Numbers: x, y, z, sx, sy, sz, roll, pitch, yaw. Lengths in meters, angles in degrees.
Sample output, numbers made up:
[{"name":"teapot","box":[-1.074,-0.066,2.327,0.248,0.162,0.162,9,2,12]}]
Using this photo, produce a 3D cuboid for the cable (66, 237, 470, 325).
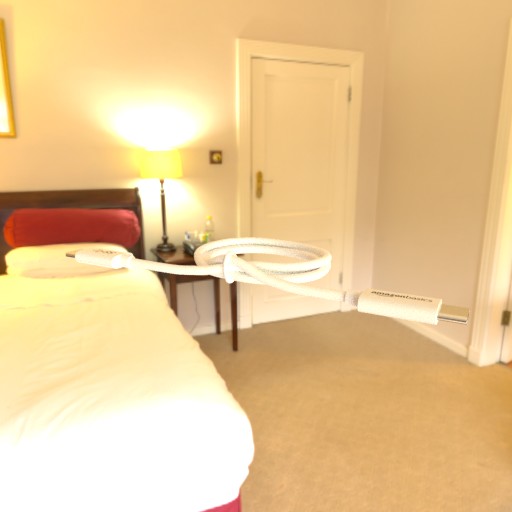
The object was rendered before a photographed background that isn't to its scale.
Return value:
[{"name":"cable","box":[0.000,0.000,0.209,0.186,0.014,0.070,7,15,28]}]
